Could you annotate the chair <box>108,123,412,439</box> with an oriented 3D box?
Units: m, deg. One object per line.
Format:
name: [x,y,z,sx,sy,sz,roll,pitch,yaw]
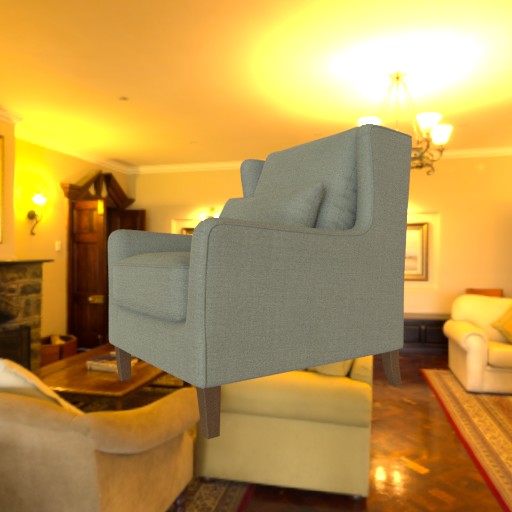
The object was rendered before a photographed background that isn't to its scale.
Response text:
chair: [0.000,0.000,1.848,1.040,1.056,0.866,0,0,-36]
